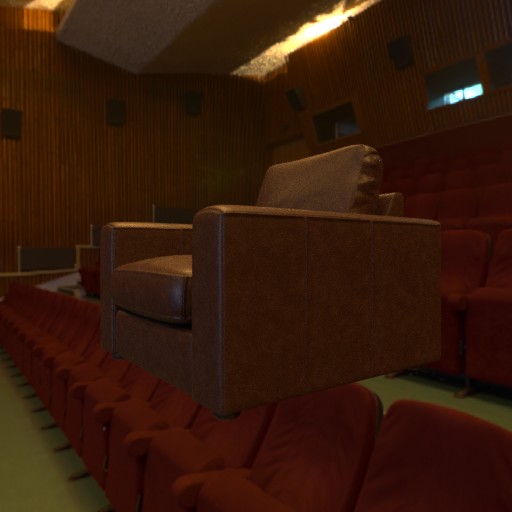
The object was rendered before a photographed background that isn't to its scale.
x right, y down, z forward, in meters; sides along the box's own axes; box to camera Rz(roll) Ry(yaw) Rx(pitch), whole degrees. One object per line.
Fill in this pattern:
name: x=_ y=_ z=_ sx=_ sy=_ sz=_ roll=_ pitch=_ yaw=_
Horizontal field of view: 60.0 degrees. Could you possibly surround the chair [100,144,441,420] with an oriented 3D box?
chair: x=0.000 y=0.000 z=1.777 sx=1.016 sy=0.873 sz=1.005 roll=0 pitch=1 yaw=-36
